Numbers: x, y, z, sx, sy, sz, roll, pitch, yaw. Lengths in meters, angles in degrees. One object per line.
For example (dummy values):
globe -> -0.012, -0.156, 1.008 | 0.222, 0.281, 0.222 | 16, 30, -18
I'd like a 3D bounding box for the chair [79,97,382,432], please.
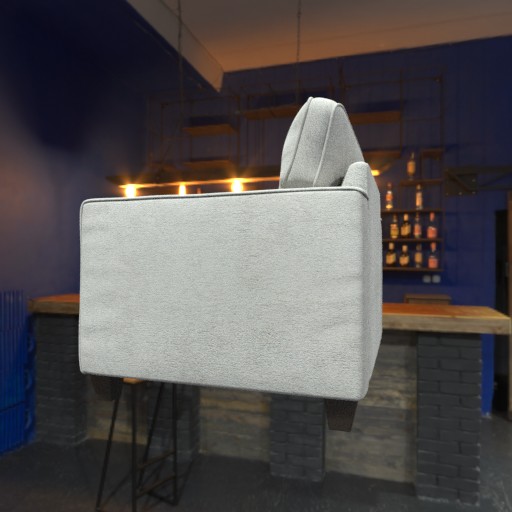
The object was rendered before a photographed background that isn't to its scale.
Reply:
chair -> 0.000, 0.000, 1.778 | 0.939, 0.965, 1.015 | 0, 0, 18
